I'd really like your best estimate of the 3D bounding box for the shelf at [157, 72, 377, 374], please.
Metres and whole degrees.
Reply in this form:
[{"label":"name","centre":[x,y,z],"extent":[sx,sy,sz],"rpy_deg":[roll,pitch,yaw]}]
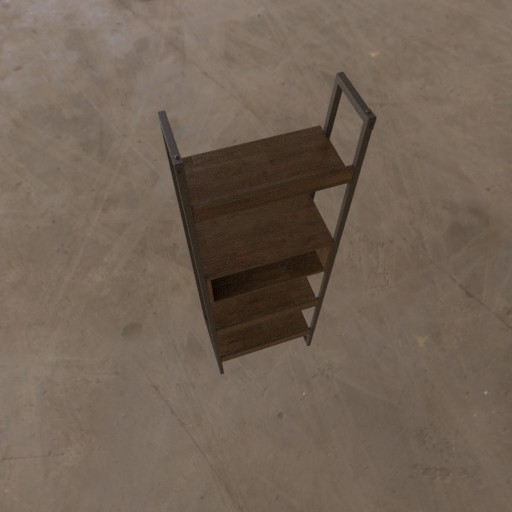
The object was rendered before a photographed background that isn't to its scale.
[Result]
[{"label":"shelf","centre":[0.000,0.000,2.303],"extent":[0.652,2.005,0.454],"rpy_deg":[-16,59,-10]}]
